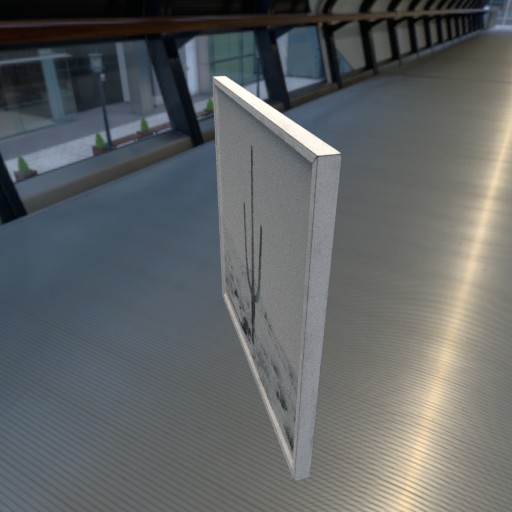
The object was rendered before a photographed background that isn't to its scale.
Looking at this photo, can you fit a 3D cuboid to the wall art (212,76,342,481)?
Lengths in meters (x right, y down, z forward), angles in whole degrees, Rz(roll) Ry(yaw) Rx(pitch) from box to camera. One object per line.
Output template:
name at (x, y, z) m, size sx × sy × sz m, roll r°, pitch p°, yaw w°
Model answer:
wall art at (0.000, 0.000, 1.142) m, size 0.038 × 0.762 × 0.762 m, roll -8°, pitch 31°, yaw -14°
